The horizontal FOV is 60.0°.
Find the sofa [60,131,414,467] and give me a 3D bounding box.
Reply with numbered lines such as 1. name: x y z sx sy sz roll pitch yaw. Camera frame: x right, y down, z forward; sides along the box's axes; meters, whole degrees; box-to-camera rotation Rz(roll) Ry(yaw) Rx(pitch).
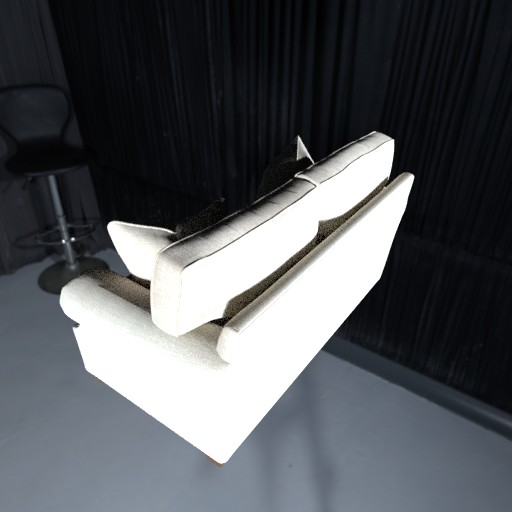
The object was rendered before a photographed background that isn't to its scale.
1. sofa: 0.000 0.000 2.202 0.966 0.966 1.701 21 38 30
